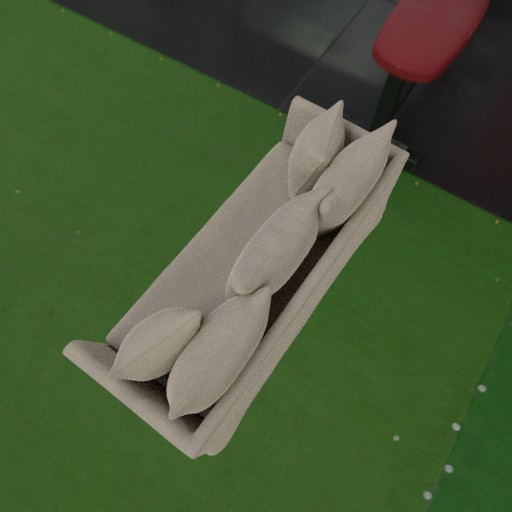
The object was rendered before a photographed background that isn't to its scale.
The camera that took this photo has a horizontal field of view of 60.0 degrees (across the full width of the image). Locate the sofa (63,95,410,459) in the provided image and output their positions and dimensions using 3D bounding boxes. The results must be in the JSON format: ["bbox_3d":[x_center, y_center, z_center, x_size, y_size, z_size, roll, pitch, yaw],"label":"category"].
[{"bbox_3d":[0.000,0.000,3.079,1.046,1.047,2.499,33,68,15],"label":"sofa"}]
